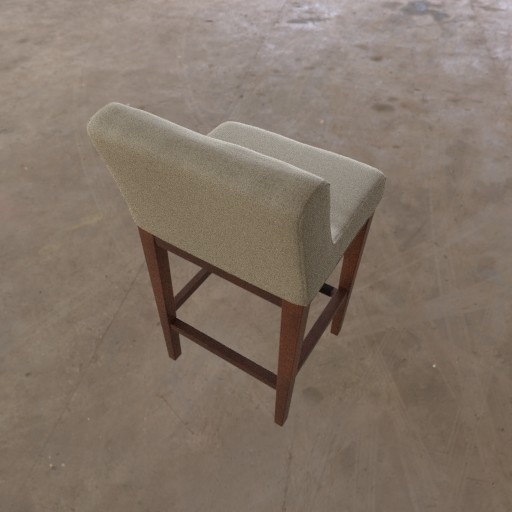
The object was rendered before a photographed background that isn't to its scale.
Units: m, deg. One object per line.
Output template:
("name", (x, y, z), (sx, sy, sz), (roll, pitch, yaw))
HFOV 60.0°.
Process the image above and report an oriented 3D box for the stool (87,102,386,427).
("stool", (0.000, 0.000, 1.246), (0.511, 0.937, 0.500), (25, 51, 22))
